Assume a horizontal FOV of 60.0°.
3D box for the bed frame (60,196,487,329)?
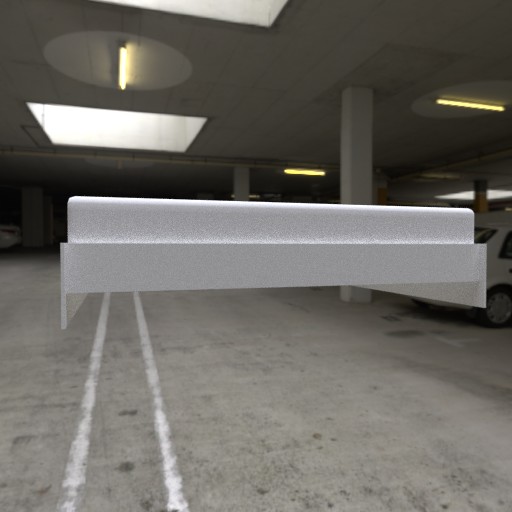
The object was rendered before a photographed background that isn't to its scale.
[{"bbox_3d":[0.000,0.000,2.600,1.945,0.497,1.445,0,1,-17],"label":"bed frame"}]
